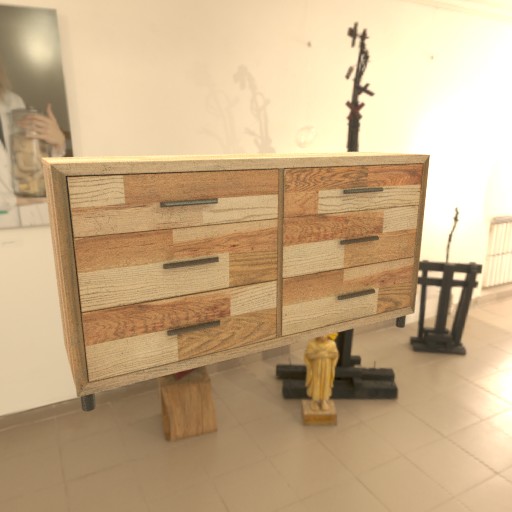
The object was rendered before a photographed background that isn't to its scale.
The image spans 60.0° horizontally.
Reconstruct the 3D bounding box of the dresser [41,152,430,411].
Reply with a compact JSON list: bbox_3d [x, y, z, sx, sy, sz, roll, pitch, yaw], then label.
[{"bbox_3d":[0.000,0.000,1.896,1.547,0.834,0.487,-8,17,-27],"label":"dresser"}]
